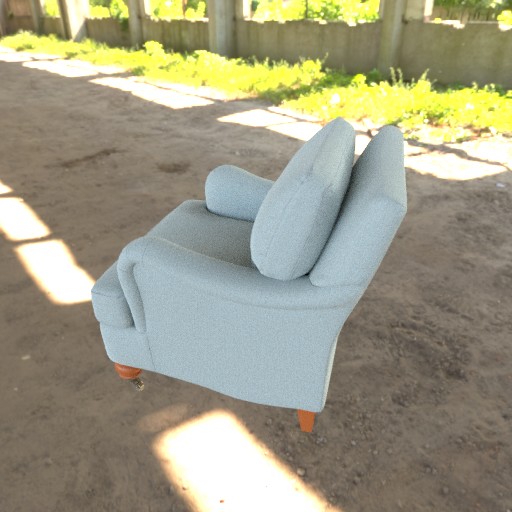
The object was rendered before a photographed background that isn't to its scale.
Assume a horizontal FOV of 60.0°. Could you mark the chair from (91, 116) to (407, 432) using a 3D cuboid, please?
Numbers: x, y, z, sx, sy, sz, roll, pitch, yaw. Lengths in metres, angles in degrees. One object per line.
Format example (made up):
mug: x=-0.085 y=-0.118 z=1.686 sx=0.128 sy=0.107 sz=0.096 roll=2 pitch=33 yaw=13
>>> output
chair: x=0.000 y=0.000 z=1.872 sx=1.070 sy=1.038 sz=0.955 roll=8 pitch=30 yaw=14
